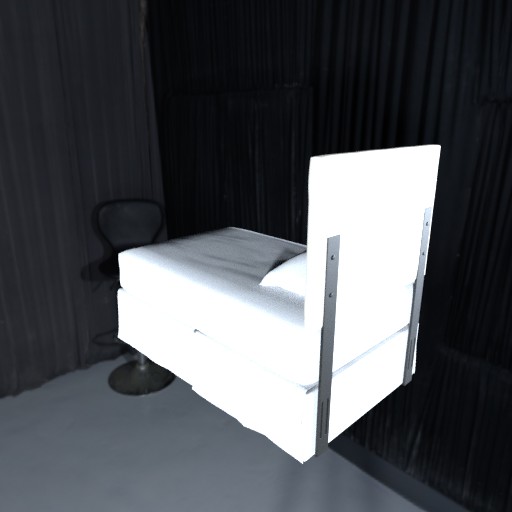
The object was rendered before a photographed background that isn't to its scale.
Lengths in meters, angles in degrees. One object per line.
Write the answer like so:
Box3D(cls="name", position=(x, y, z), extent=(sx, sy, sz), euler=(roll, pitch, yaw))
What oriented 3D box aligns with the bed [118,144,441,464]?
Box3D(cls="bed", position=(0.000, 0.000, 3.128), extent=(1.261, 1.571, 1.997), euler=(-16, 24, -42))
